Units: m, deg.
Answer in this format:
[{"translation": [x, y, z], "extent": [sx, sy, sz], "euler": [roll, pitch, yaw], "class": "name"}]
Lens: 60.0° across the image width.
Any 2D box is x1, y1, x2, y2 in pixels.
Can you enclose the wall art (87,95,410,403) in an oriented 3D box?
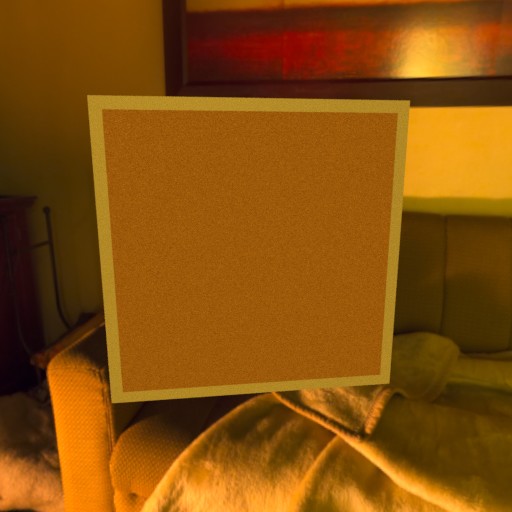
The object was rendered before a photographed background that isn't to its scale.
[{"translation": [0.000, 0.000, 0.677], "extent": [0.456, 0.457, 0.009], "euler": [-2, 13, -8], "class": "wall art"}]
